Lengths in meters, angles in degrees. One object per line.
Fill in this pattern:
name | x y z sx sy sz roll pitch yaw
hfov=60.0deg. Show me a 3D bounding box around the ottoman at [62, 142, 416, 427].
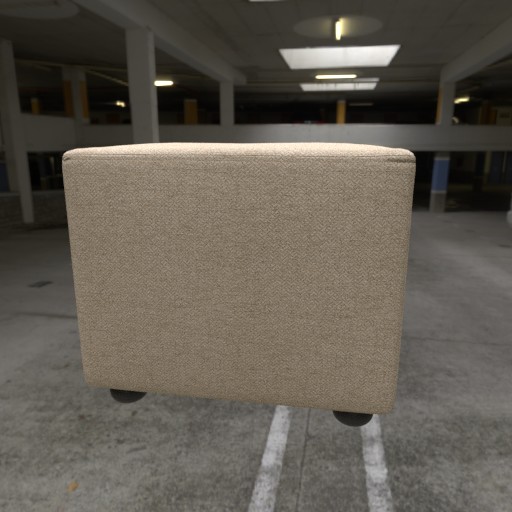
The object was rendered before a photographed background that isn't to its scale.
ottoman | 0.000 0.000 0.875 0.508 0.432 0.508 2 14 10
